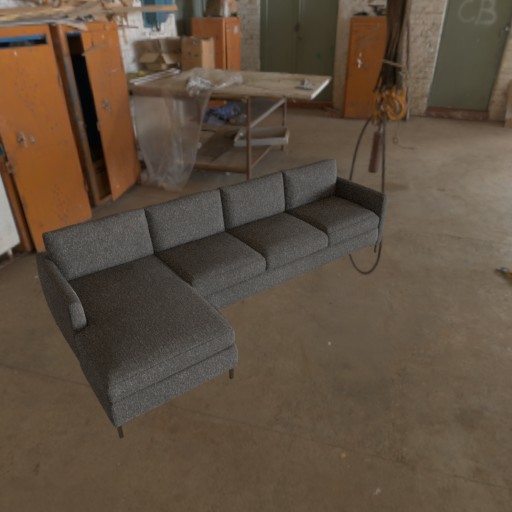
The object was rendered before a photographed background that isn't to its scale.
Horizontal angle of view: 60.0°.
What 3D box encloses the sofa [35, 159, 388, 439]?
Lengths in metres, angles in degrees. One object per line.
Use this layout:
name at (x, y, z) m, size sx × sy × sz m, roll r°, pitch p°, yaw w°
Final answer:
sofa at (0.000, 0.000, 3.473) m, size 2.932 × 0.810 × 1.350 m, roll -20°, pitch 35°, yaw -32°
